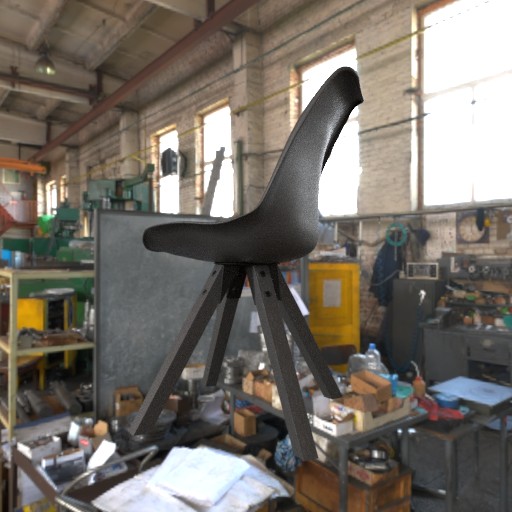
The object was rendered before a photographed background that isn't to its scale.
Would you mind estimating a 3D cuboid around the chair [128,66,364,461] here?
[{"bbox_3d":[0.000,0.000,1.179,0.550,0.850,0.485,0,0,18],"label":"chair"}]
